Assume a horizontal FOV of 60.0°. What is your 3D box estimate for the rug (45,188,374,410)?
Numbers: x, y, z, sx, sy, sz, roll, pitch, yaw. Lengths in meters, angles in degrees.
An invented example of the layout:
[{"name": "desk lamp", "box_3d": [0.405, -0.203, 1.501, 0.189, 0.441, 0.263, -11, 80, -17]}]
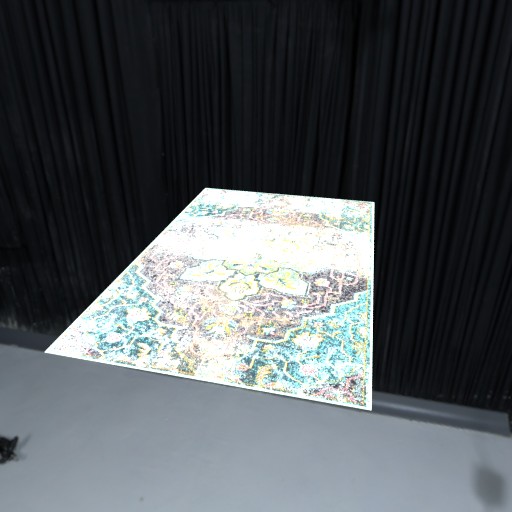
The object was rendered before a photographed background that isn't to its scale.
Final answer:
[{"name": "rug", "box_3d": [0.000, 0.000, 2.961, 1.566, 0.004, 2.363, 7, 29, 13]}]
